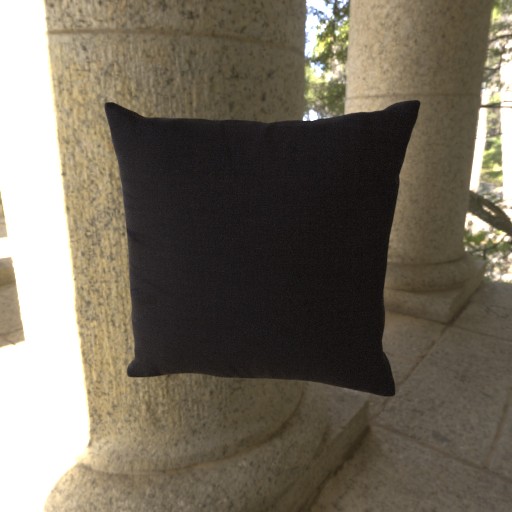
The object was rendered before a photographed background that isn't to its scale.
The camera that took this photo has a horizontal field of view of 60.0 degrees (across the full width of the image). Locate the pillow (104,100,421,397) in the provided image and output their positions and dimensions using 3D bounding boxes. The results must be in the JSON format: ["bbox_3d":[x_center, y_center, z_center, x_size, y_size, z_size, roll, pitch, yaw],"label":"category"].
[{"bbox_3d":[0.000,0.000,0.653,0.432,0.432,0.139,2,16,7],"label":"pillow"}]
